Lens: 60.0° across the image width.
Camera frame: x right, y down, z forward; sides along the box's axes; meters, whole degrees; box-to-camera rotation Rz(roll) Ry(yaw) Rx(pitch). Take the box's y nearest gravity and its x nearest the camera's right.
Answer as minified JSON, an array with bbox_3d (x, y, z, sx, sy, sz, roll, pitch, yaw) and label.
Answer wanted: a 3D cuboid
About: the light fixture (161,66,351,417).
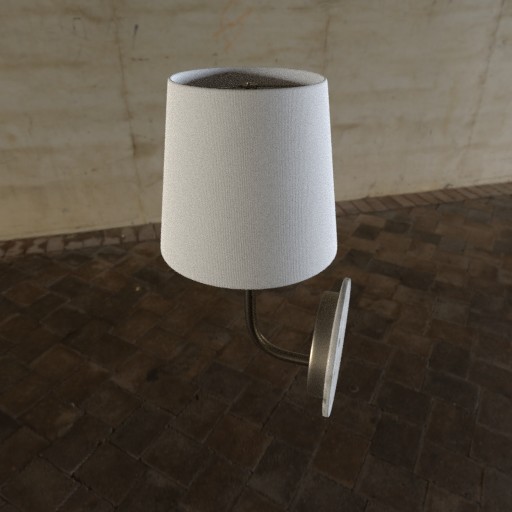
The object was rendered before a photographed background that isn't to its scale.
[{"bbox_3d":[0.000,0.000,0.446,0.188,0.337,0.168,9,31,14],"label":"light fixture"}]
